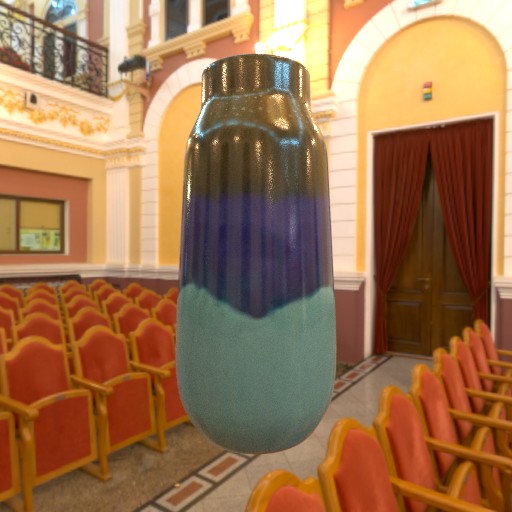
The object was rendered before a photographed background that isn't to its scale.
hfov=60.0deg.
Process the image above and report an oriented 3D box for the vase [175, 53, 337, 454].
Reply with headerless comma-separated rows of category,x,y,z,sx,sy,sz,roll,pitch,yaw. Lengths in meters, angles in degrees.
vase,0.000,0.000,0.386,0.139,0.313,0.139,0,1,0
